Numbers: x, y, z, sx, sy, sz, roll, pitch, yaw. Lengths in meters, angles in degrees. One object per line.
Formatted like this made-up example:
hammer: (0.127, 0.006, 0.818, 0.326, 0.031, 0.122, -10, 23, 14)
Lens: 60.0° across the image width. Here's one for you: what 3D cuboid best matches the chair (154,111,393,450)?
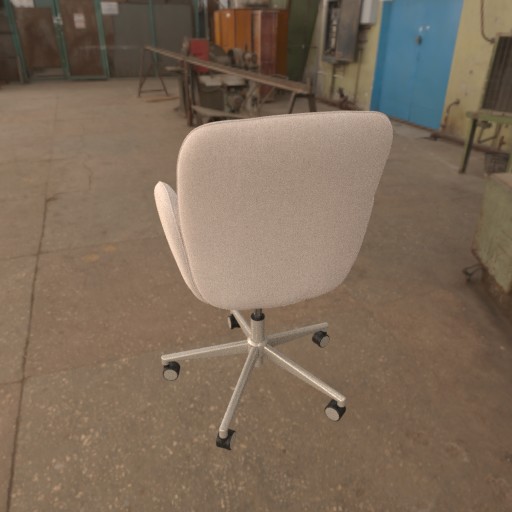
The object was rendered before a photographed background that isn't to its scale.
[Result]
chair: (0.000, 0.000, 1.383, 0.648, 0.959, 0.633, -9, 29, -16)
